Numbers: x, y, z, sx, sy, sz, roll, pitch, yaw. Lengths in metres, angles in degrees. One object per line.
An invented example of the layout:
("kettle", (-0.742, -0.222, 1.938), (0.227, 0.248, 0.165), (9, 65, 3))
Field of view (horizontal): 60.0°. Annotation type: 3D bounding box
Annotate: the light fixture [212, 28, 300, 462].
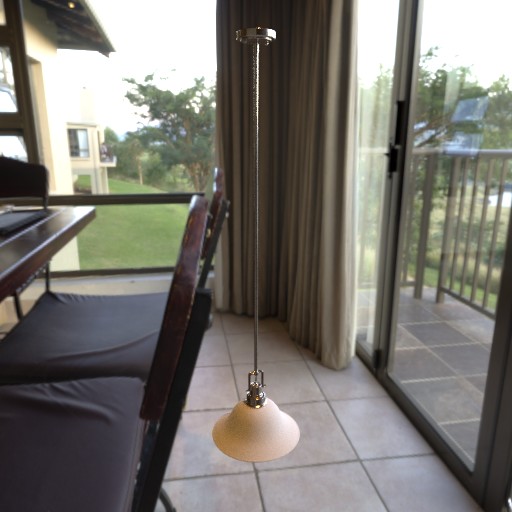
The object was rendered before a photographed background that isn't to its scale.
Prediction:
("light fixture", (0.000, 0.000, 1.472), (0.324, 1.354, 0.324), (-8, 17, -27))
